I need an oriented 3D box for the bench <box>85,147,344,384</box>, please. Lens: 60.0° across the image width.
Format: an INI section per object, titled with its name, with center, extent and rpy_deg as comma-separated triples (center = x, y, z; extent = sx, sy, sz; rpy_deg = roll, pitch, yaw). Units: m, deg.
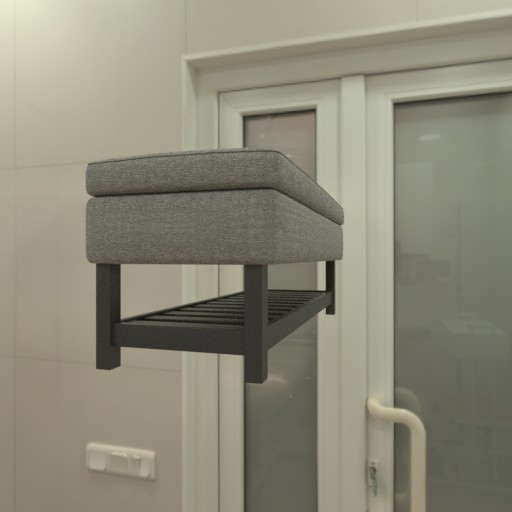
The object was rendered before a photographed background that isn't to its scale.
[bench]
center = 0.000, 0.000, 1.362
extent = 0.429, 0.470, 1.100
rpy_deg = 0, 0, 17
